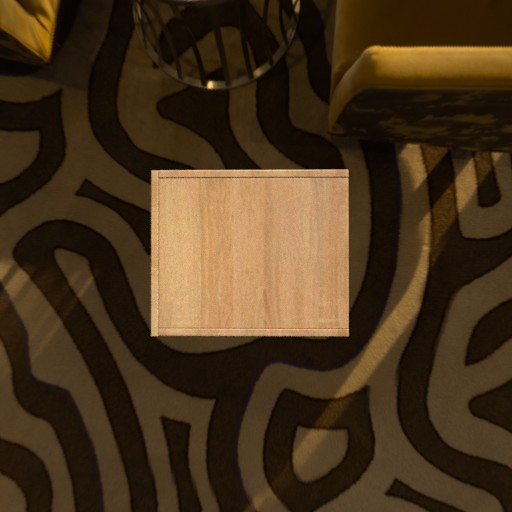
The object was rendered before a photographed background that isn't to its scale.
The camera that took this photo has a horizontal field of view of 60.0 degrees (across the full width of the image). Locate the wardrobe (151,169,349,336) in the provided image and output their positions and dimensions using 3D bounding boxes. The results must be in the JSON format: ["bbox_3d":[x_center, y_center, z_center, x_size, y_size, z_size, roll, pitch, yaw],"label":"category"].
[{"bbox_3d":[0.000,0.000,2.375,0.588,2.117,0.496,0,90,1],"label":"wardrobe"}]
